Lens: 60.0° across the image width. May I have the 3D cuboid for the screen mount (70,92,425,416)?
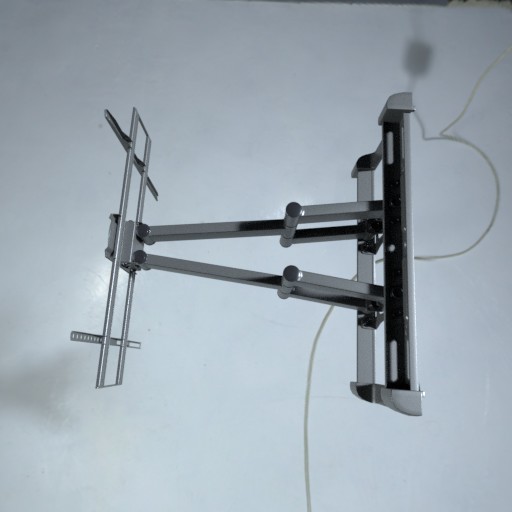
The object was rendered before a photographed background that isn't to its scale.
[{"bbox_3d":[0.000,0.000,1.075,0.644,0.491,0.661,3,76,1],"label":"screen mount"}]
